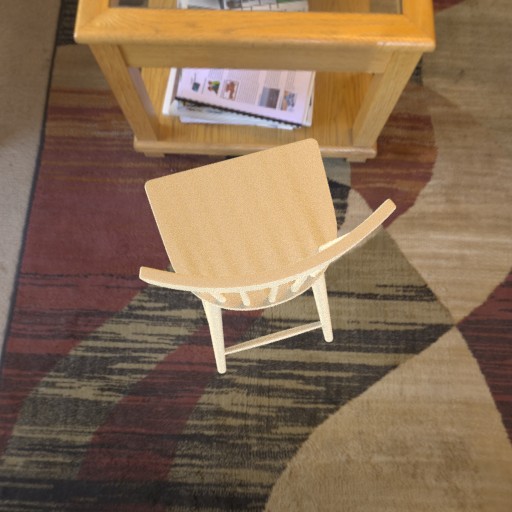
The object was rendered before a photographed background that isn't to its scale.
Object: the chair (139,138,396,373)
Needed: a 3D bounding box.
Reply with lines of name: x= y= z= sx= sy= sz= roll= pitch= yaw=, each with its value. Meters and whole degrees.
chair: x=0.000 y=0.000 z=1.261 sx=0.483 sy=0.952 sz=0.572 roll=-16 pitch=77 yaw=-4
